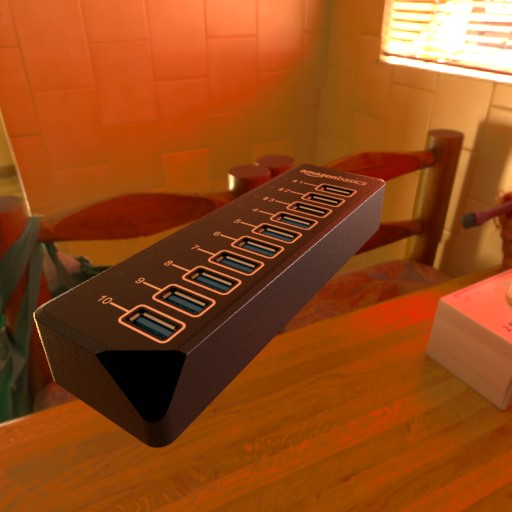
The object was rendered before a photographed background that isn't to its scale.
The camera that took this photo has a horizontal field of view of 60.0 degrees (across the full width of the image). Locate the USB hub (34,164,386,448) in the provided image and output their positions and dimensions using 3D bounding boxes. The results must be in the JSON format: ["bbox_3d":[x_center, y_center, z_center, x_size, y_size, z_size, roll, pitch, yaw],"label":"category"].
[{"bbox_3d":[0.000,0.000,0.160,0.044,0.023,0.145,19,35,29],"label":"USB hub"}]
